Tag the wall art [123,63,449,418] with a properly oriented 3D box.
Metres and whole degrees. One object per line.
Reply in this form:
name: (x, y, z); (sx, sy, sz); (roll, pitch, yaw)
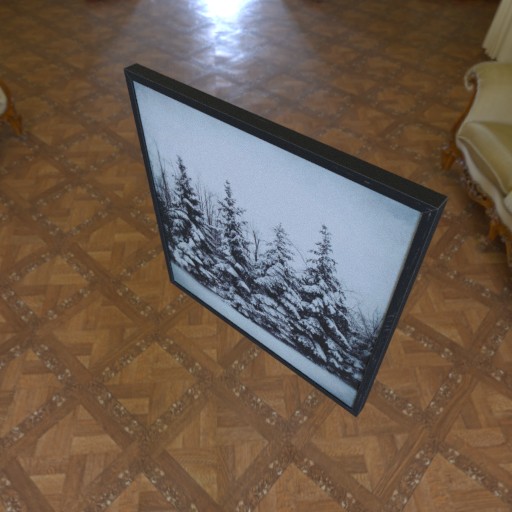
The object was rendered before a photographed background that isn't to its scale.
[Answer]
wall art: (0.000, 0.000, 1.131); (0.761, 0.761, 0.037); (31, 54, 26)
